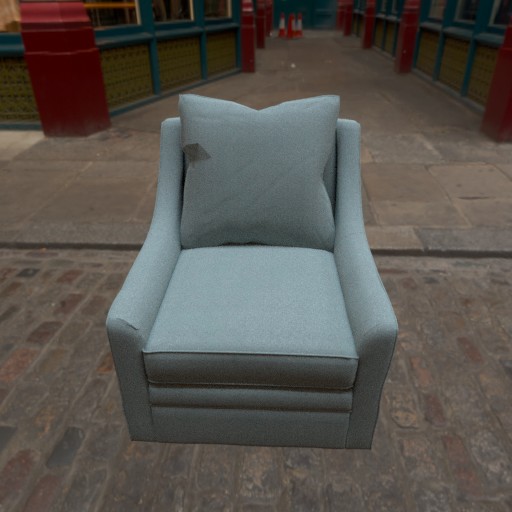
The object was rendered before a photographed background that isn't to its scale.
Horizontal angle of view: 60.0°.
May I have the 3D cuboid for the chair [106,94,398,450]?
[{"bbox_3d":[0.000,0.000,1.521,0.760,0.926,0.870,1,31,2],"label":"chair"}]
